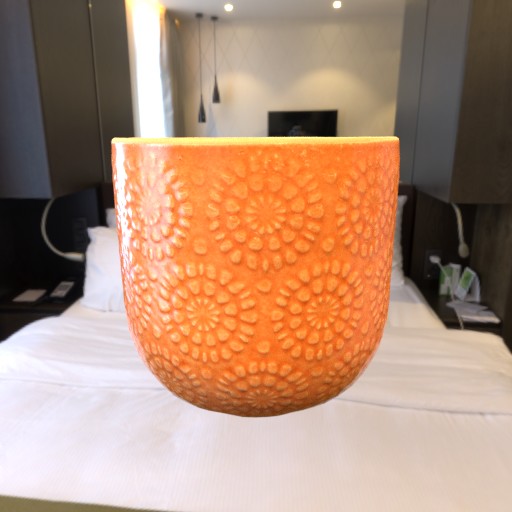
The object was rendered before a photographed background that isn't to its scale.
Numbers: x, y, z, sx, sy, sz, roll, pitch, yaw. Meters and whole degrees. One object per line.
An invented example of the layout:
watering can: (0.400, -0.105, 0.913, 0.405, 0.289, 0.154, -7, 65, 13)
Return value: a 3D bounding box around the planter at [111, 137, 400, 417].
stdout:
planter: (0.000, 0.000, 0.280, 0.170, 0.152, 0.170, 0, 15, 0)
